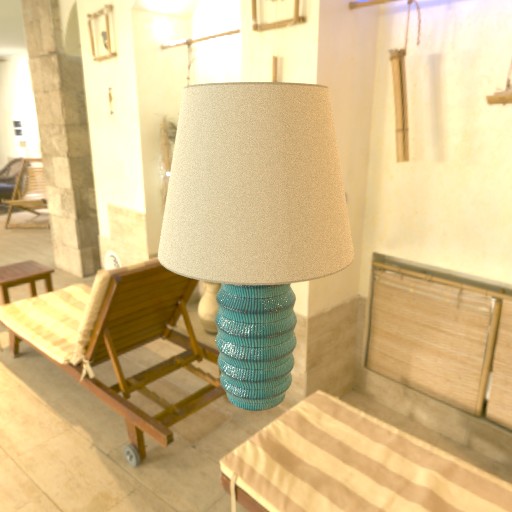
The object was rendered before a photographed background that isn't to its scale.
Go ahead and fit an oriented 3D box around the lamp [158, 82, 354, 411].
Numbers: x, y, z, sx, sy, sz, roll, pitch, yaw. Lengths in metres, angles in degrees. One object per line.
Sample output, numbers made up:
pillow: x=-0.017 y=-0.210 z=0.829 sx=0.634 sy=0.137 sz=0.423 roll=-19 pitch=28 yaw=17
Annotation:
lamp: x=0.000 y=0.000 z=0.820 sx=0.355 sy=0.582 sz=0.355 roll=0 pitch=17 yaw=0
